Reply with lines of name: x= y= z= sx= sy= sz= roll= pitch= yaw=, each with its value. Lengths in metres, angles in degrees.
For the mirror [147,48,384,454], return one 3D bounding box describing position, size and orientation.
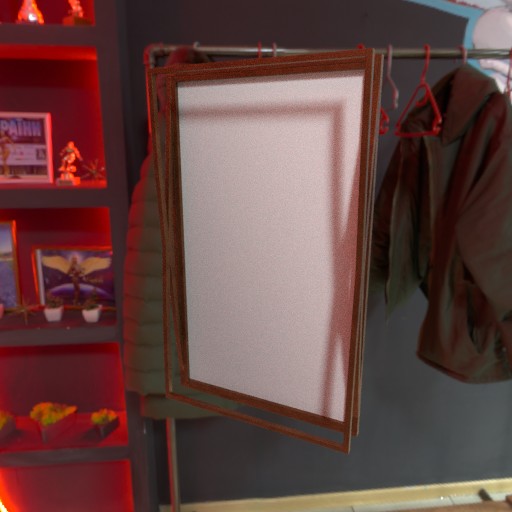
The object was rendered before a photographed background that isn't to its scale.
mirror: x=0.000 y=0.000 z=0.946 sx=0.468 sy=0.768 sz=0.082 roll=7 pitch=16 yaw=26
